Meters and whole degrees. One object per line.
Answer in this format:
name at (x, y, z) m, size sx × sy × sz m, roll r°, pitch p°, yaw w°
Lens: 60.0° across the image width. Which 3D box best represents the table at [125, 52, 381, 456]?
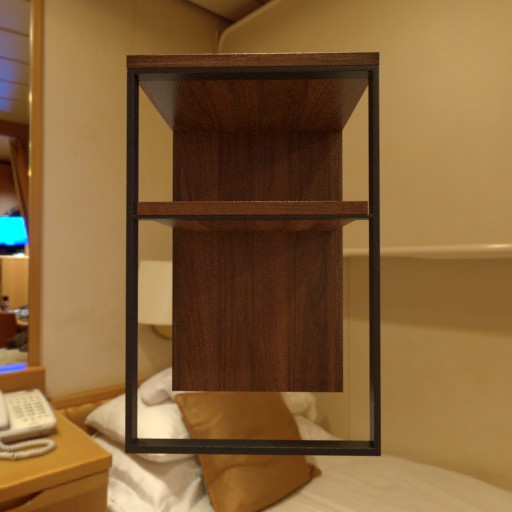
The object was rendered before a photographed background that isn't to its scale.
table at (0.000, 0.000, 1.536) m, size 0.660 × 1.041 × 0.786 m, roll 0°, pitch -1°, yaw 1°
